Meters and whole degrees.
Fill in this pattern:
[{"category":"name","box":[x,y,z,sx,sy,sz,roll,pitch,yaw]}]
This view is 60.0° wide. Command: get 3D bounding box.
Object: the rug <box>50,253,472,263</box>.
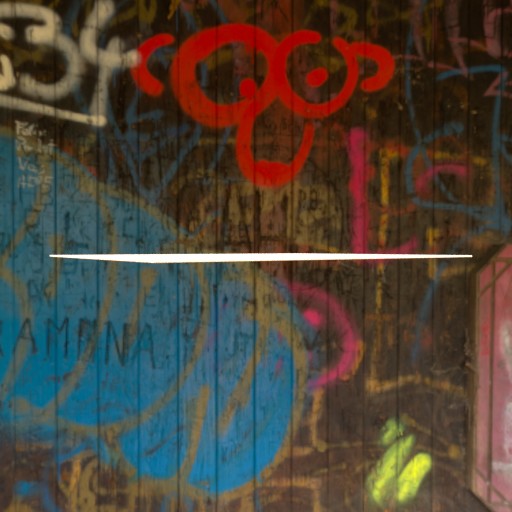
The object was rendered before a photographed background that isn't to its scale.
[{"category":"rug","box":[0.000,0.000,4.087,3.050,0.015,2.441,-1,1,-36]}]
